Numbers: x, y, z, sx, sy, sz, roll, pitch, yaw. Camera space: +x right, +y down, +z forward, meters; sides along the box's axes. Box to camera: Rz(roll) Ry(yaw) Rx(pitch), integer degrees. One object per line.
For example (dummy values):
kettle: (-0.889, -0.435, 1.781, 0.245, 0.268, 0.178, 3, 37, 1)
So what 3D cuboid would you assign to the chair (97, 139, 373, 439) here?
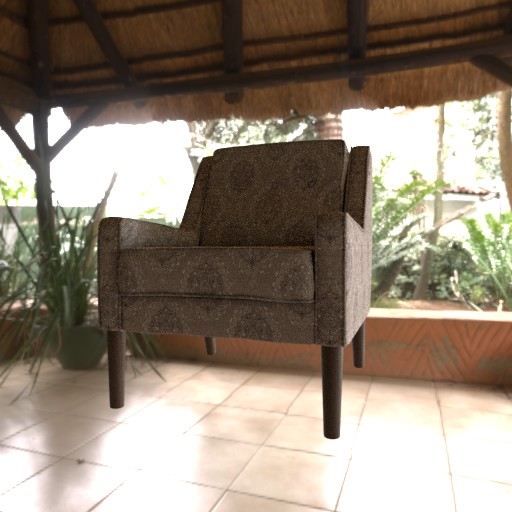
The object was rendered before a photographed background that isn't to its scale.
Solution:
chair: (0.000, 0.000, 1.375, 0.665, 0.797, 0.750, 1, 2, 19)
